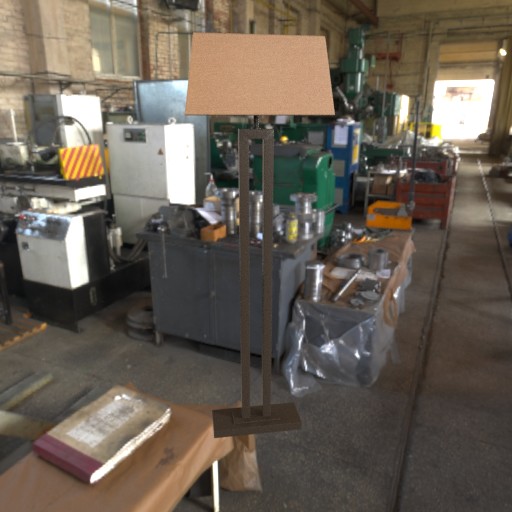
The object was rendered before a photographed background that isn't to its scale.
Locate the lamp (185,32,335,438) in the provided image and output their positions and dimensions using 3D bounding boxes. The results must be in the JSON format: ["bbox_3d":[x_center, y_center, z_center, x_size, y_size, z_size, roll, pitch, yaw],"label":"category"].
[{"bbox_3d":[0.000,0.000,1.642,0.475,1.469,0.233,-3,18,-8],"label":"lamp"}]
